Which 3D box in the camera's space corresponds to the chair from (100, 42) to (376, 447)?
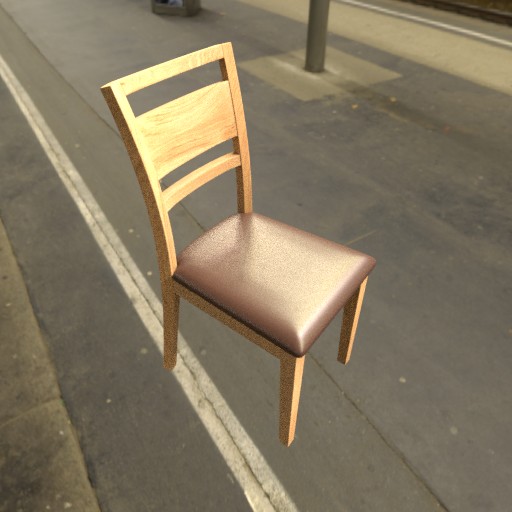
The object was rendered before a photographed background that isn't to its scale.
[{"bbox_3d":[0.000,0.000,1.214,0.545,0.940,0.420,25,47,27],"label":"chair"}]
